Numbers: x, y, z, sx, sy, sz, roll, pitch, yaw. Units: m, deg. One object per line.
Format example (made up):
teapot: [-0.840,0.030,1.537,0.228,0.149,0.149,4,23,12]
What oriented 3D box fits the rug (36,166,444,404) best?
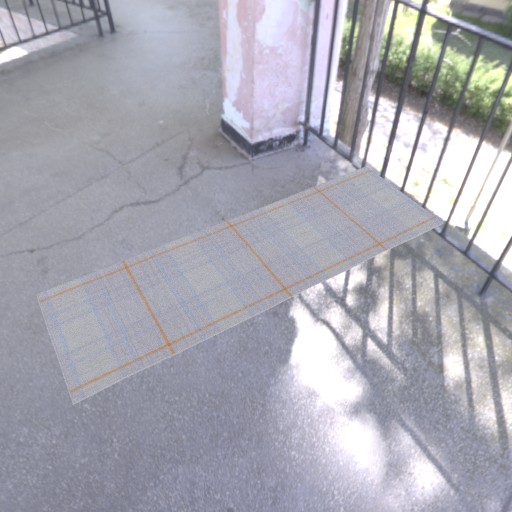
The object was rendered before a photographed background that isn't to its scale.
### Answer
rug: [0.000,0.000,2.720,2.442,0.016,0.770,-23,50,-21]
